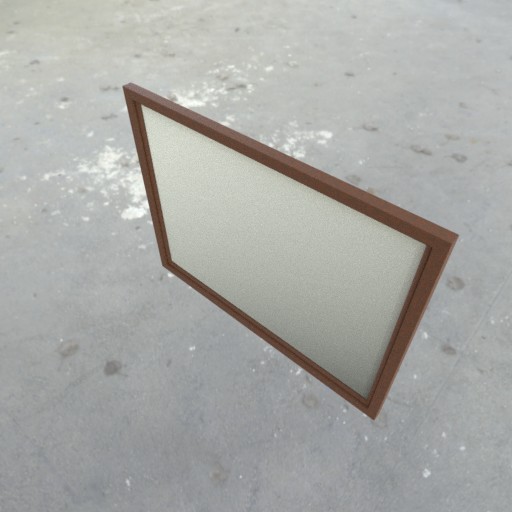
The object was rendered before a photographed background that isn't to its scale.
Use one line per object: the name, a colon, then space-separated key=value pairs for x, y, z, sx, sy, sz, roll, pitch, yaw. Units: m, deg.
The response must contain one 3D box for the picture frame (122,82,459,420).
picture frame: x=0.000 y=0.000 z=1.778 sx=1.329 sy=1.018 sz=0.045 roll=32 pitch=54 yaw=27
